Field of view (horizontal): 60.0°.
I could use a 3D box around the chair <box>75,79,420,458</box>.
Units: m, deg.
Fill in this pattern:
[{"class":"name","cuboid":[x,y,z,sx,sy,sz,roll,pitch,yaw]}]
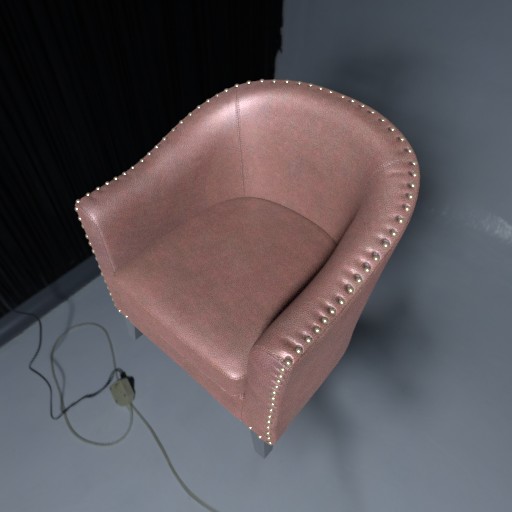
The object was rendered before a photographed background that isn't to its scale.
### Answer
[{"class":"chair","cuboid":[0.000,0.000,1.405,0.794,0.823,0.748,33,55,27]}]
